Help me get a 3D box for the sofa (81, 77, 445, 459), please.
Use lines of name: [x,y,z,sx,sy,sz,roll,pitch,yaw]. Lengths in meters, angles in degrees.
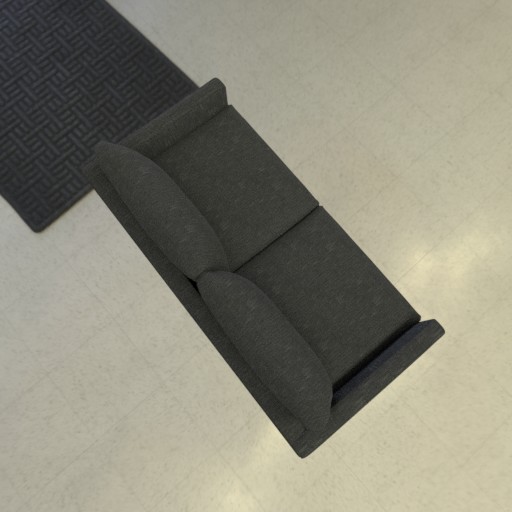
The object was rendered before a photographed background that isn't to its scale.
sofa: [0.000,0.000,2.252,0.866,0.862,1.716,-38,79,-9]
